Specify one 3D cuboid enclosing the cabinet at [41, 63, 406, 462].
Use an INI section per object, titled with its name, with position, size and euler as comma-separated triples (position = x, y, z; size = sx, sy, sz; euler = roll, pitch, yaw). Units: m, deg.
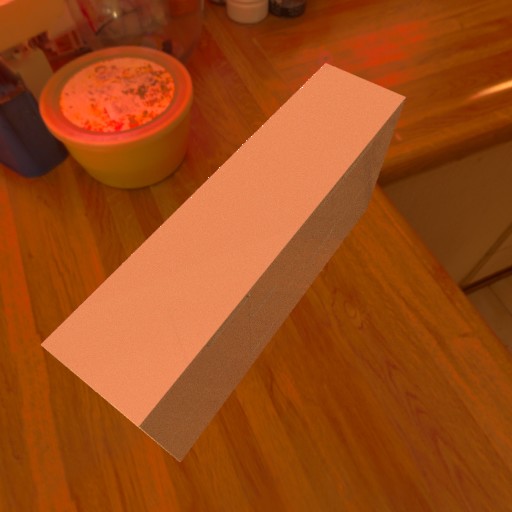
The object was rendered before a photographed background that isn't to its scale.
[cabinet]
position = 0.000, 0.000, 1.954
size = 0.400, 0.800, 1.650
euler = 31, 64, 18
